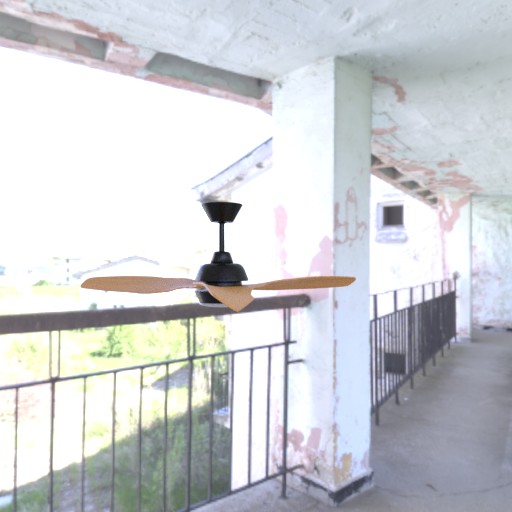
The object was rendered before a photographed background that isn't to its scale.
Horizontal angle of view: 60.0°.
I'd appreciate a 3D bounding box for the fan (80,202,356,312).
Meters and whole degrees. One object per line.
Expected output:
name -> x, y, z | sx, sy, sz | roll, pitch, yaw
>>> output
fan -> 0.000, 0.000, 1.637 | 1.010, 0.355, 1.142 | 1, -1, -36
